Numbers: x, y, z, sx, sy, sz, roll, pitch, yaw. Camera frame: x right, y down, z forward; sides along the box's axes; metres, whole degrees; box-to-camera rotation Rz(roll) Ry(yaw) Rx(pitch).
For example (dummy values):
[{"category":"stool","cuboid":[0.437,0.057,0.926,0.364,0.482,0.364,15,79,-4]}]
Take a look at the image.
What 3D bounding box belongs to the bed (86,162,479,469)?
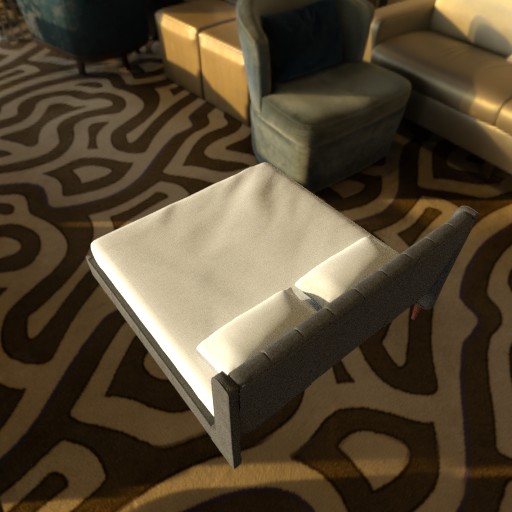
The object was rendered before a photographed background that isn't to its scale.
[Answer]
[{"category":"bed","cuboid":[0.000,0.000,2.617,1.531,0.933,1.638,-30,53,-26]}]
